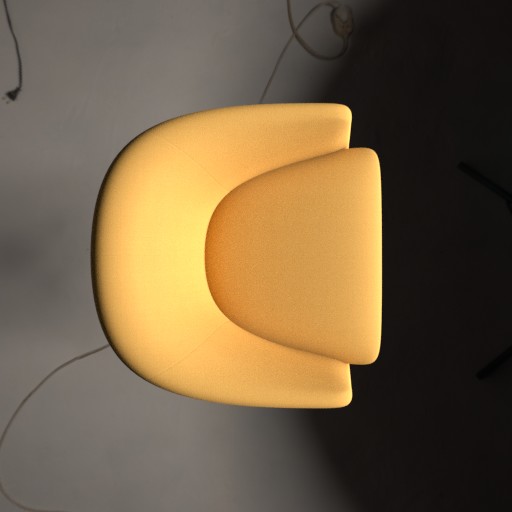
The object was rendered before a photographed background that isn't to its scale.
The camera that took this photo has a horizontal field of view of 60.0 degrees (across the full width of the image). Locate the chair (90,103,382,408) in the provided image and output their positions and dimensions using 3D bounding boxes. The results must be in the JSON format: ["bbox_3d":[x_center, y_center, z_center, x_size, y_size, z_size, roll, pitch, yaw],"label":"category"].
[{"bbox_3d":[0.000,0.000,1.348,0.767,0.698,0.773,0,90,1],"label":"chair"}]
